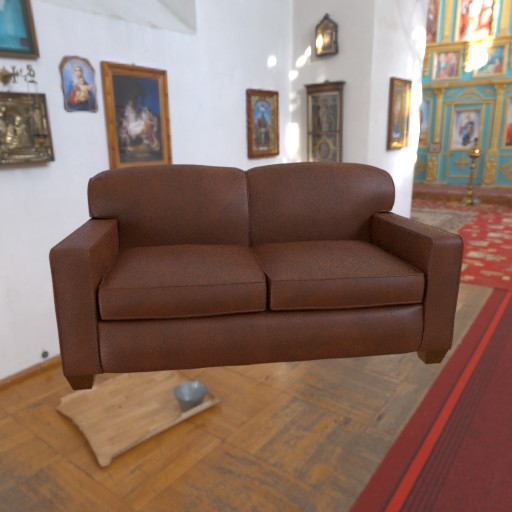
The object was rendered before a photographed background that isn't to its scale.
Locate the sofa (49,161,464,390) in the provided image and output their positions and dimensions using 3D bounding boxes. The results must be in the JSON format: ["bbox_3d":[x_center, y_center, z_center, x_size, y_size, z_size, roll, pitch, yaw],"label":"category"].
[{"bbox_3d":[0.000,0.000,2.398,1.856,0.966,1.000,-2,14,-8],"label":"sofa"}]
